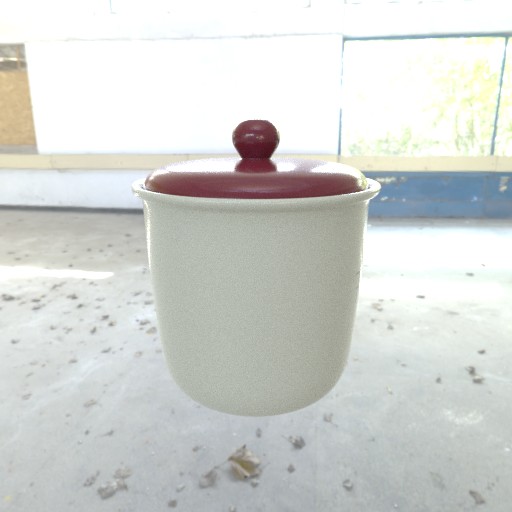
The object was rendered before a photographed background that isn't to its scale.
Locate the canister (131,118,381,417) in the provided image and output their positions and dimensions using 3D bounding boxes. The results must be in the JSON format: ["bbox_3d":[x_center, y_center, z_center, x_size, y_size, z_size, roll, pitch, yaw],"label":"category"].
[{"bbox_3d":[0.000,0.000,0.350,0.182,0.208,0.182,0,16,0],"label":"canister"}]
